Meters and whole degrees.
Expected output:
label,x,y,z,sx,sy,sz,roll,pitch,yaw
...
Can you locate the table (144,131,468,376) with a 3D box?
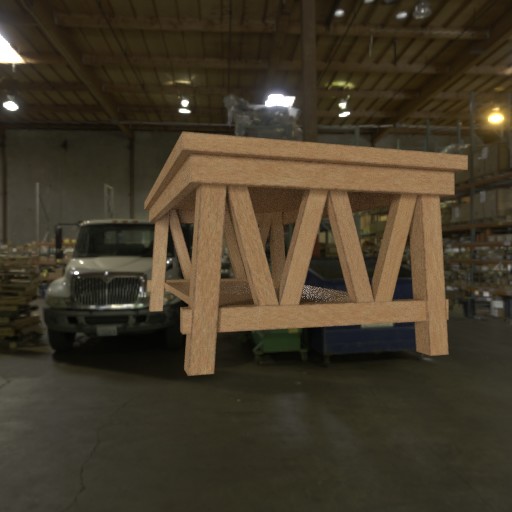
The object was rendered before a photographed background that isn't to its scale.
label,x,y,z,sx,sy,sz,roll,pitch,yaw
table,0.000,0.000,1.608,0.711,0.507,1.270,0,0,-17
